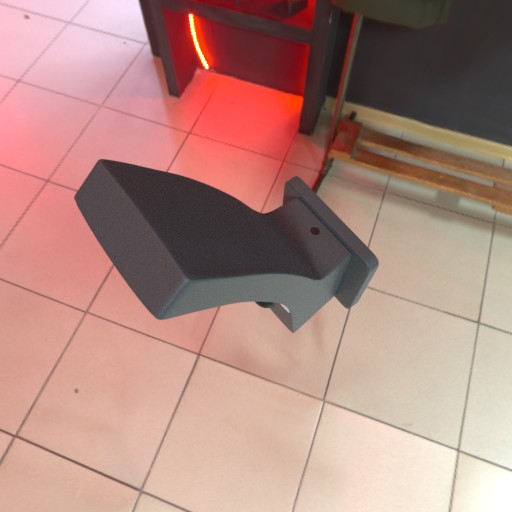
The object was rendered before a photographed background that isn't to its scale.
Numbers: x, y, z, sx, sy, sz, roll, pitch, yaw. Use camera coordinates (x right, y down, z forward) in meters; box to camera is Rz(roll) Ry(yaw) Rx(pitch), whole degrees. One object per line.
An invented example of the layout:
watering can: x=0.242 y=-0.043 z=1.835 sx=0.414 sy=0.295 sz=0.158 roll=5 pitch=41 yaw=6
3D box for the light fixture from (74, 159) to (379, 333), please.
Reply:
light fixture: x=0.000 y=0.000 z=0.324 sx=0.174 sy=0.243 sz=0.108 roll=-34 pitch=68 yaw=-16
